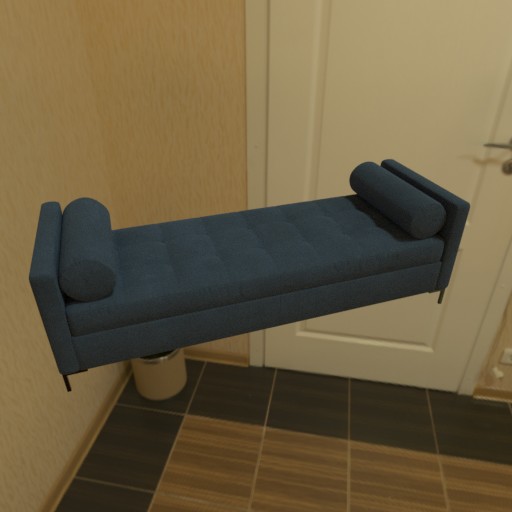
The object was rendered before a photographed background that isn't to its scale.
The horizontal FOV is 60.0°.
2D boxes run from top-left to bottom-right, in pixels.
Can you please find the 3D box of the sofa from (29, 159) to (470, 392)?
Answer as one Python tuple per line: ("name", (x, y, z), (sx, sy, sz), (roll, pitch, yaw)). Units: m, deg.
("sofa", (0.000, 0.000, 2.307), (1.981, 0.635, 0.686), (-10, 33, -16))
